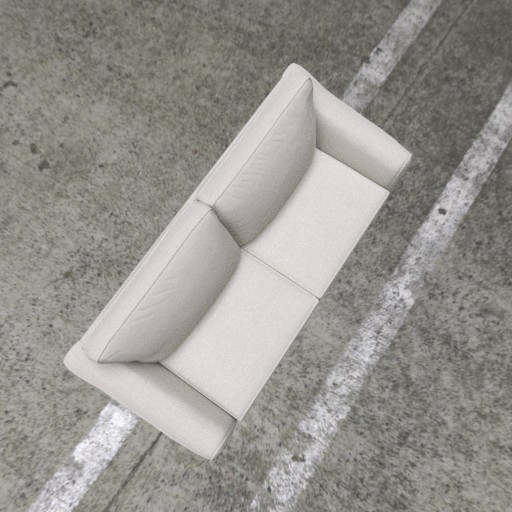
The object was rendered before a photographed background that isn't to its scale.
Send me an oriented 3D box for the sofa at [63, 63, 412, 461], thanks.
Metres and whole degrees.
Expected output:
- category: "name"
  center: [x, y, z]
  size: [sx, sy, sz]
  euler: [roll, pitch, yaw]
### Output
- category: "sofa"
  center: [0.000, 0.000, 2.774]
  size: [0.980, 0.965, 2.270]
  euler: [34, 78, 8]
